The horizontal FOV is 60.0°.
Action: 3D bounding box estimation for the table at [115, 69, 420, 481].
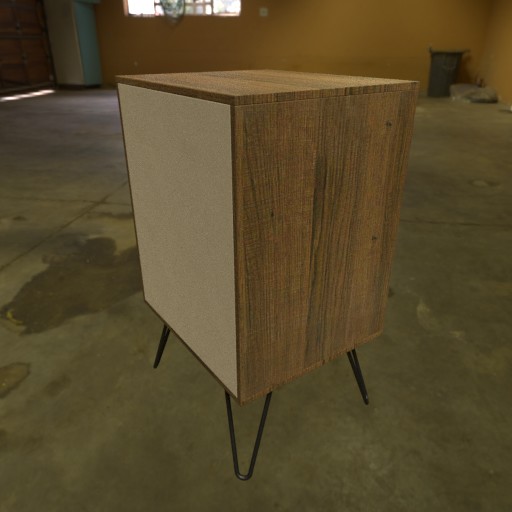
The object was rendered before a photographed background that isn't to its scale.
[{"bbox_3d":[0.000,0.000,1.162,0.457,0.866,0.526,-17,31,-32],"label":"table"}]
